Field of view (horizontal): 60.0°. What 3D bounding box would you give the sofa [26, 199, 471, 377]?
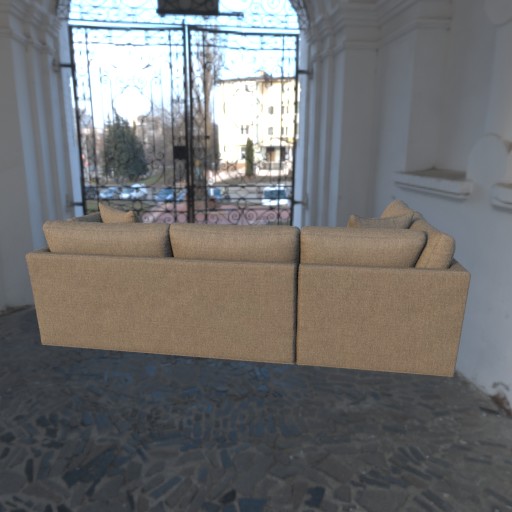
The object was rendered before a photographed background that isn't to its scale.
[{"bbox_3d":[0.000,0.000,3.815,2.896,0.978,1.994,2,14,9],"label":"sofa"}]
